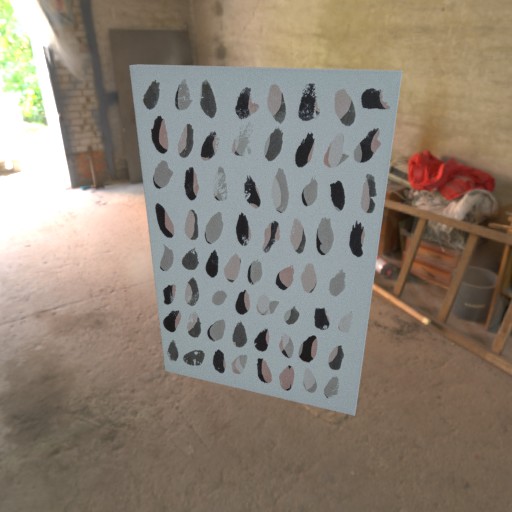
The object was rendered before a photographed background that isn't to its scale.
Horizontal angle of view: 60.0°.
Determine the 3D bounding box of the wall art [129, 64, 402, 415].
[{"bbox_3d":[0.000,0.000,1.168,0.610,0.916,0.037,8,28,16],"label":"wall art"}]
